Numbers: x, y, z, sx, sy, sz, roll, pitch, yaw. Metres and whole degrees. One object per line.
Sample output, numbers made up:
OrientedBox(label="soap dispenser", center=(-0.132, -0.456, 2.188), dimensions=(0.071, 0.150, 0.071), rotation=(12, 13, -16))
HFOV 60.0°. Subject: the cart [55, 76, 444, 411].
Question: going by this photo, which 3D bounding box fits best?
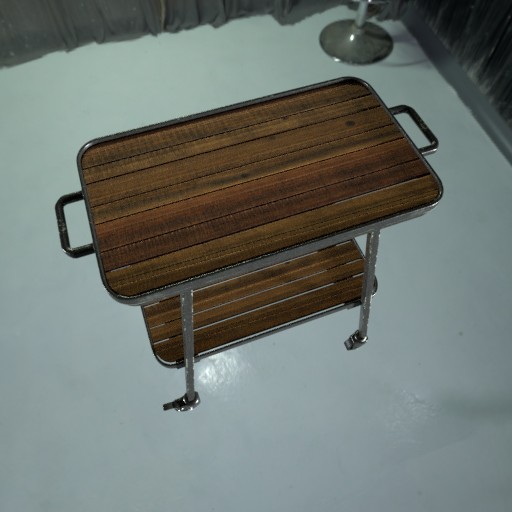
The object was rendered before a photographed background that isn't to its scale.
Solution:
OrientedBox(label="cart", center=(0.000, 0.000, 1.214), dimensions=(0.806, 0.700, 0.515), rotation=(-17, 61, -10))
